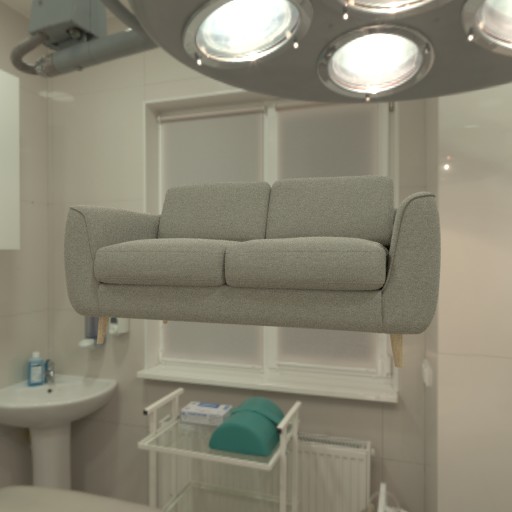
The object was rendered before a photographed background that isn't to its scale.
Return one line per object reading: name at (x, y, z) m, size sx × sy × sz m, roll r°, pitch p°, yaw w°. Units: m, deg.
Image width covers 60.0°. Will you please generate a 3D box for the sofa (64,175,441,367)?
sofa at (0.000, 0.000, 2.237) m, size 1.700 × 0.850 × 0.920 m, roll 0°, pitch 1°, yaw 18°
